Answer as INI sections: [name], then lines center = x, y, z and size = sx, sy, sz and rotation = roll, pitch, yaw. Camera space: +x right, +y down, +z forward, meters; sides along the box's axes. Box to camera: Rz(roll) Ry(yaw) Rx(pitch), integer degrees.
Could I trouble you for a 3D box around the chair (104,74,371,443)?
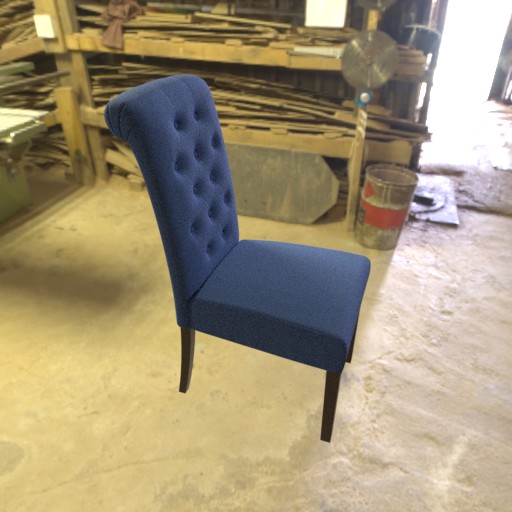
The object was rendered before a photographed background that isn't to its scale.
[chair]
center = 0.000, 0.000, 1.385
size = 0.671, 1.006, 0.456
rotation = 11, 32, 17
